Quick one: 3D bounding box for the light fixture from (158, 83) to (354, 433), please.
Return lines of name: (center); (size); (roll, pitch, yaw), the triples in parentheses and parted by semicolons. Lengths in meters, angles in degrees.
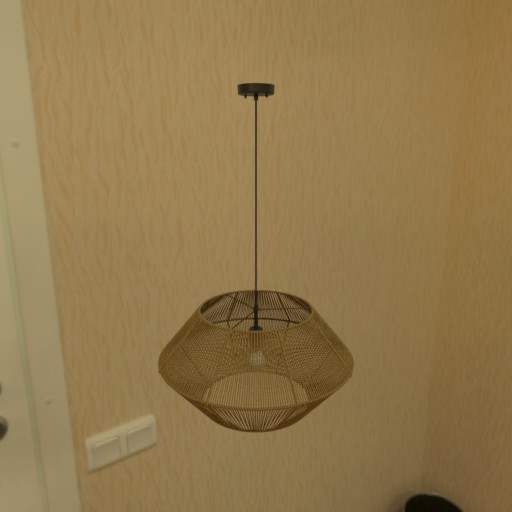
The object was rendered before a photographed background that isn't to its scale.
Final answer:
light fixture: (0.000, 0.000, 1.394); (0.643, 1.009, 0.643); (0, 14, 0)
